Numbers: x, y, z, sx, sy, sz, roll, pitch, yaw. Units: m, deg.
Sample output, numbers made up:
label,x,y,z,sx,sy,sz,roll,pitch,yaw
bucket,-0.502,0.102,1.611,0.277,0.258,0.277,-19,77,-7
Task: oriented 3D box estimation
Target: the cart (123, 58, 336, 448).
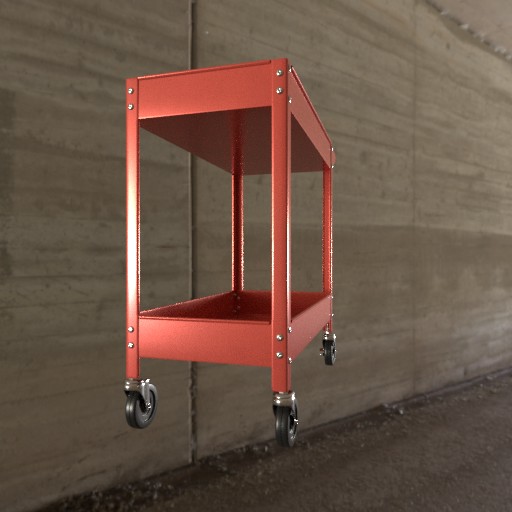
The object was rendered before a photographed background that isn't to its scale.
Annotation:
label,x,y,z,sx,sy,sz,roll,pitch,yaw
cart,0.000,0.000,1.212,0.366,0.719,0.779,0,0,17
